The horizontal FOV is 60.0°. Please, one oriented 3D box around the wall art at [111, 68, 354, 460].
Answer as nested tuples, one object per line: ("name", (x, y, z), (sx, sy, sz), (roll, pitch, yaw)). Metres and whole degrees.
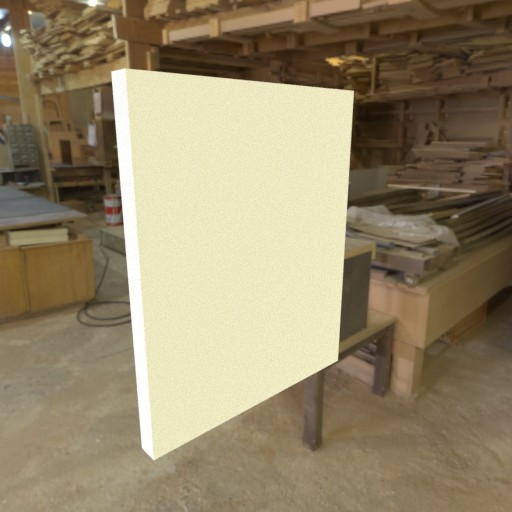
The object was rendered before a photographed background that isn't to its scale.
("wall art", (0.000, 0.000, 0.757), (0.451, 0.553, 0.039), (-14, 21, -40))
